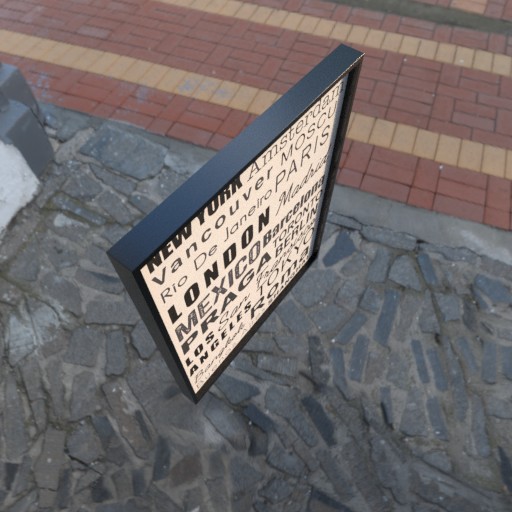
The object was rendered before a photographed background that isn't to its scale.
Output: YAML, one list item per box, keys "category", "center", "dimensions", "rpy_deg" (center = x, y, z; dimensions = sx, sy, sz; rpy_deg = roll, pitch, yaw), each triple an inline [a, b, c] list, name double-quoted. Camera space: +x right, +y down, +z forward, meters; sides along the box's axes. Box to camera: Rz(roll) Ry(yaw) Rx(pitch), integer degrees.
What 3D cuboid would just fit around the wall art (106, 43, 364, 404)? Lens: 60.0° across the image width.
- category: "wall art"
  center: [0.000, 0.000, 0.770]
  dimensions: [0.038, 0.551, 0.448]
  rpy_deg: [34, 64, 19]
